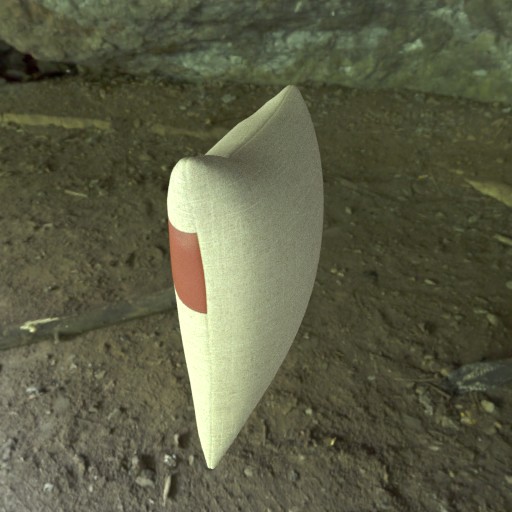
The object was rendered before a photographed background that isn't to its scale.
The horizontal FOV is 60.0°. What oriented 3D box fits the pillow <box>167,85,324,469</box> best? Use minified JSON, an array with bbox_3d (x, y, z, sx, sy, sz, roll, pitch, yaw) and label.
[{"bbox_3d":[0.000,0.000,0.623,0.173,0.399,0.414,8,31,14],"label":"pillow"}]
